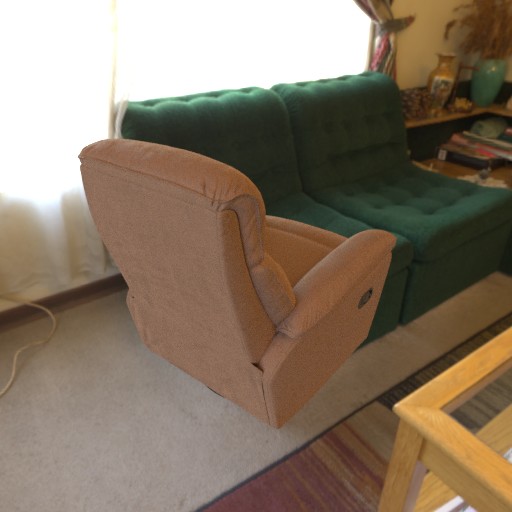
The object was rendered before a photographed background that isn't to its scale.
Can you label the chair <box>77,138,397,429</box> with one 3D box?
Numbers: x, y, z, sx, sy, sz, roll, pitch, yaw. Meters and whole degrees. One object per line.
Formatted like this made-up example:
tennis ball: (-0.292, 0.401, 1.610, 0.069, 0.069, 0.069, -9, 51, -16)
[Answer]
chair: (0.000, 0.000, 1.714, 0.820, 1.037, 1.004, 21, 36, 32)
